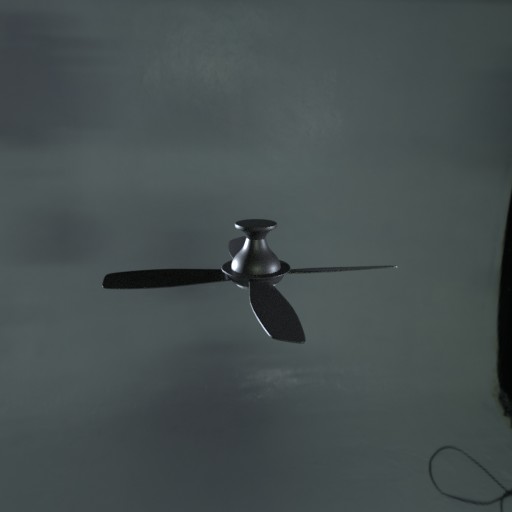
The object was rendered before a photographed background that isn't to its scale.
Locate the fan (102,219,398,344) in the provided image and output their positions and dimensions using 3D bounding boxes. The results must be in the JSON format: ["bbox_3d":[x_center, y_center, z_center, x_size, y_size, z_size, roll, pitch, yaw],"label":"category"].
[{"bbox_3d":[0.000,0.000,2.523,1.694,0.382,1.694,-3,17,-9],"label":"fan"}]
